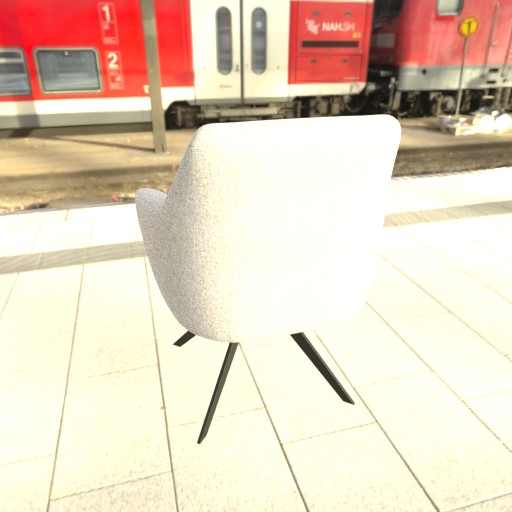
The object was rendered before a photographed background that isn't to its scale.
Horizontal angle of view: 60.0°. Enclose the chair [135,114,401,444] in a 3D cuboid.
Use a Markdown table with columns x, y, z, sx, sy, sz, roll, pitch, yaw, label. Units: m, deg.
| x | y | z | sx | sy | sz | roll | pitch | yaw | label |
| --- | --- | --- | --- | --- | --- | --- | --- | --- | --- |
| 0.000 | 0.000 | 1.313 | 0.642 | 0.874 | 0.677 | -8 | 27 | -16 | chair |
